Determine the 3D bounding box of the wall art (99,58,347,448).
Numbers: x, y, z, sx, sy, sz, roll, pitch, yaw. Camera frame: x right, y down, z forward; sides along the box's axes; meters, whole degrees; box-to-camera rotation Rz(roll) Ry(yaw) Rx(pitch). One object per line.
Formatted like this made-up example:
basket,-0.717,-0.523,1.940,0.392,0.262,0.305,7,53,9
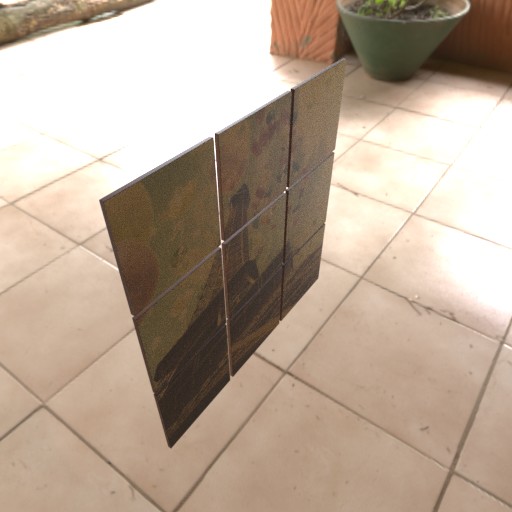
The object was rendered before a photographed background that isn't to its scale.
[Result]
wall art,0.000,0.000,1.835,0.017,1.246,1.256,25,47,26
